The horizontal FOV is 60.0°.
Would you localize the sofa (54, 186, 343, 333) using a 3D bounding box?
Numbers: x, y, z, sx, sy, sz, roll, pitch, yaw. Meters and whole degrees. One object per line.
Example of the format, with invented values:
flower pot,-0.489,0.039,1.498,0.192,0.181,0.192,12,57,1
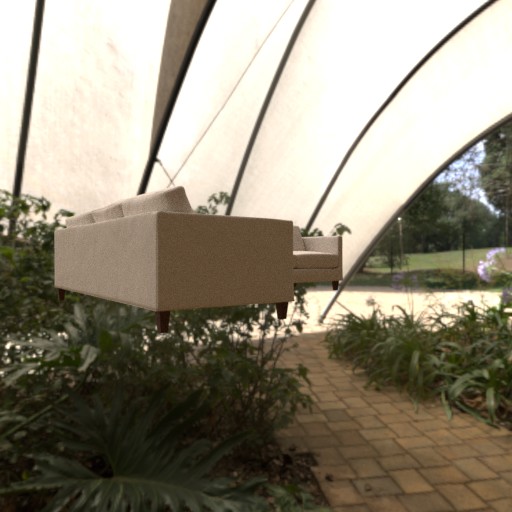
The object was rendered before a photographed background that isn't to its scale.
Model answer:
sofa,0.000,0.000,4.352,3.182,0.863,2.432,0,0,-37
